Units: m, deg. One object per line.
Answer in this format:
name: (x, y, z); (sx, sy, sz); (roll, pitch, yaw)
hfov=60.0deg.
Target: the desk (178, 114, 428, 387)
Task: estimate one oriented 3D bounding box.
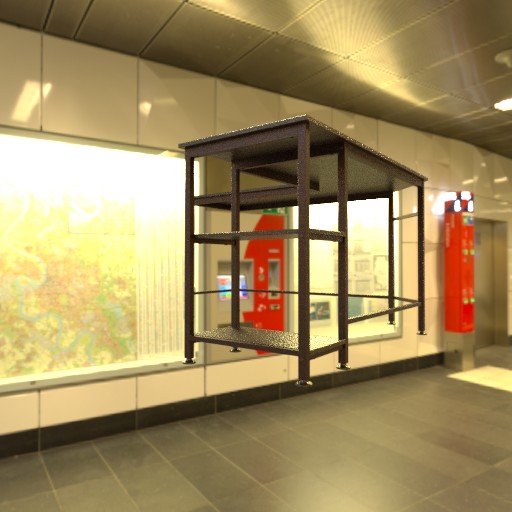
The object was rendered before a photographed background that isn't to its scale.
desk: (0.000, 0.000, 2.157); (1.379, 0.739, 1.379); (-1, -1, 37)
